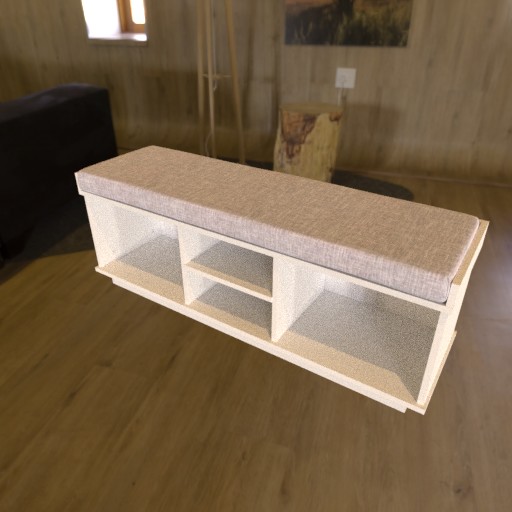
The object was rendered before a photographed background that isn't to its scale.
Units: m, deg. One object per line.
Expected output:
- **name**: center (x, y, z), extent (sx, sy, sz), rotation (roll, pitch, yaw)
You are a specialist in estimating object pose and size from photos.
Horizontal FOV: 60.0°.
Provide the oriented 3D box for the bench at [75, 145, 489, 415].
- **bench**: center (0.000, 0.000, 1.395), extent (1.196, 0.453, 0.363), rotation (18, 35, 28)
